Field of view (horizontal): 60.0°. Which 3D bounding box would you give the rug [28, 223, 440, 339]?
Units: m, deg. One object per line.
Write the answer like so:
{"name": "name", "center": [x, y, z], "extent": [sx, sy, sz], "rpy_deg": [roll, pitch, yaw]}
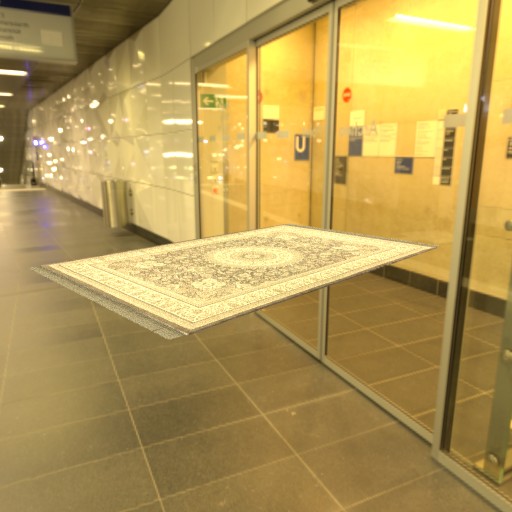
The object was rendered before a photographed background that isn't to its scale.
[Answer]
{"name": "rug", "center": [0.000, 0.000, 4.253], "extent": [3.422, 0.015, 2.143], "rpy_deg": [-13, 18, -43]}
